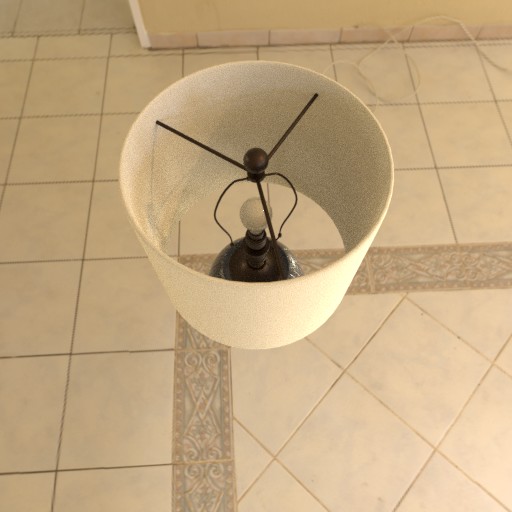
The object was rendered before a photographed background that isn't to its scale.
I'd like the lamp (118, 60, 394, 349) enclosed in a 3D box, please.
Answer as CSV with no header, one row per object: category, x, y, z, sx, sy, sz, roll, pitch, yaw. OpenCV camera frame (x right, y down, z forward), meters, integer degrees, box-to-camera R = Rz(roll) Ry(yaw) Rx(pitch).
lamp,0.000,0.000,0.775,0.329,0.570,0.329,-11,66,-5
